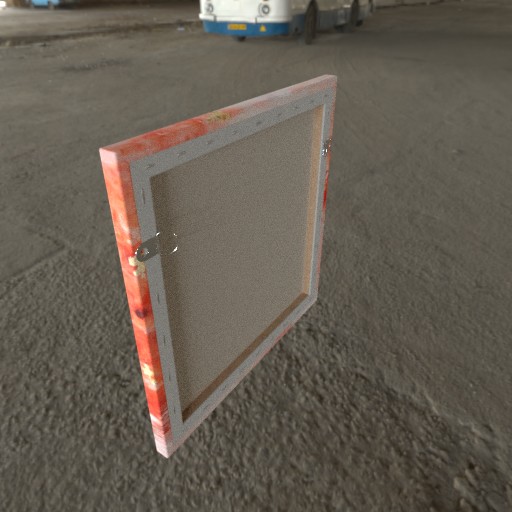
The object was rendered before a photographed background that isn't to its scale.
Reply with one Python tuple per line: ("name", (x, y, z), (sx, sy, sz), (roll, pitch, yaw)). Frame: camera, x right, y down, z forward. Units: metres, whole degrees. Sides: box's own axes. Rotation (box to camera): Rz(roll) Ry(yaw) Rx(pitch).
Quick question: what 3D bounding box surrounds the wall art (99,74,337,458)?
("wall art", (0.000, 0.000, 1.112), (0.064, 0.746, 0.747), (20, 37, 29))
